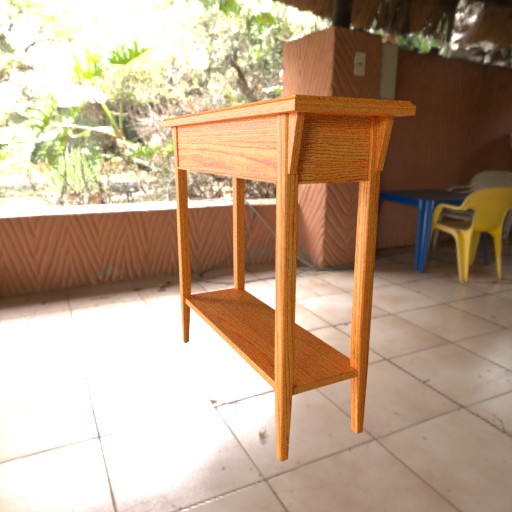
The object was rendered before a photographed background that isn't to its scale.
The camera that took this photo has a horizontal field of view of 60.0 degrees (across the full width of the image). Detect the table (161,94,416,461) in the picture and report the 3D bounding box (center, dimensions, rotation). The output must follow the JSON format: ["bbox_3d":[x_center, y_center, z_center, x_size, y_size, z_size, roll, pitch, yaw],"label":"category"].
[{"bbox_3d":[0.000,0.000,1.150,0.254,0.711,0.762,-7,16,-26],"label":"table"}]
